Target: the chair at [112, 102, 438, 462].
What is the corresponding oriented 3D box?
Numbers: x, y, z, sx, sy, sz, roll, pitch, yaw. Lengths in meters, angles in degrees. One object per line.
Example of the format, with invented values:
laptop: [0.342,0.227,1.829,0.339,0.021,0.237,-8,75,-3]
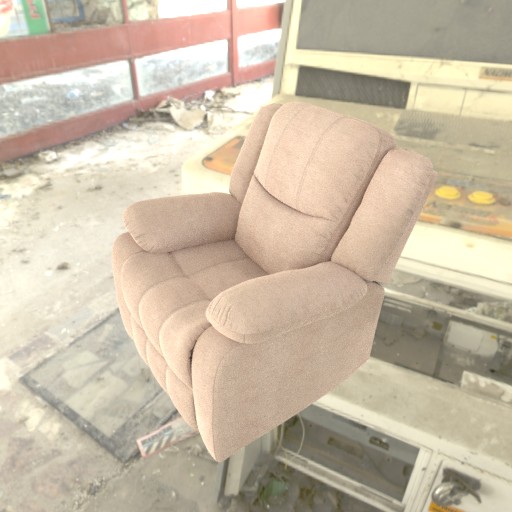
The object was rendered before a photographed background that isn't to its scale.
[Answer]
chair: [0.000,0.000,1.711,0.944,1.008,0.899,-22,39,-29]
